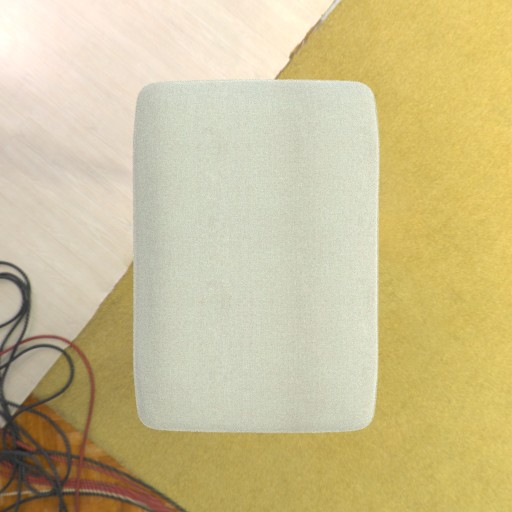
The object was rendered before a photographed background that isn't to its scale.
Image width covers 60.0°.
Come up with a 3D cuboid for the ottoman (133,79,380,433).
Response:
[{"bbox_3d":[0.000,0.000,1.377,0.686,0.453,0.984,0,91,1],"label":"ottoman"}]
